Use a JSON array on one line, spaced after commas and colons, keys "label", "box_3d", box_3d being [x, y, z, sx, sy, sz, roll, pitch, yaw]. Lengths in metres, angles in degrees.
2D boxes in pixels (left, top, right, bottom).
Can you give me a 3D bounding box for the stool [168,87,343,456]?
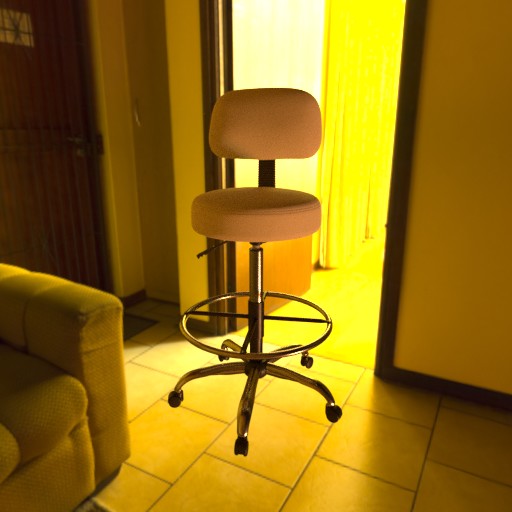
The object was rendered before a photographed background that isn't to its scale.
[{"label": "stool", "box_3d": [0.000, 0.000, 1.453, 0.609, 1.080, 0.616, 3, 16, 9]}]
